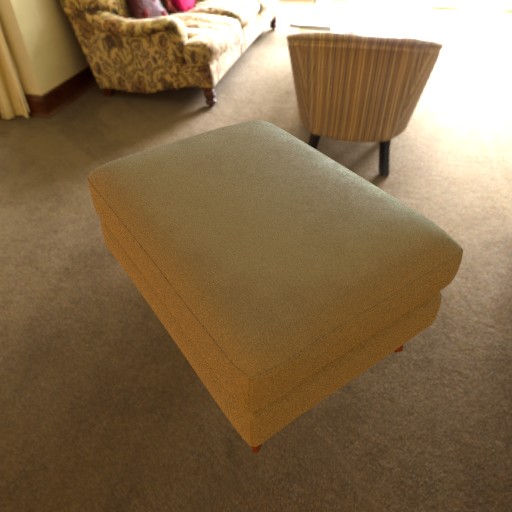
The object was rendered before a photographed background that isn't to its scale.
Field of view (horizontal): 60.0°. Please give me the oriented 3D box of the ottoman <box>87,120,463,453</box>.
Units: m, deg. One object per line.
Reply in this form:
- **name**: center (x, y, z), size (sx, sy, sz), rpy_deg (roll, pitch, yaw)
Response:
- **ottoman**: center (0.000, 0.000, 1.184), size (0.608, 0.449, 0.811), rpy_deg (-25, 48, -25)
